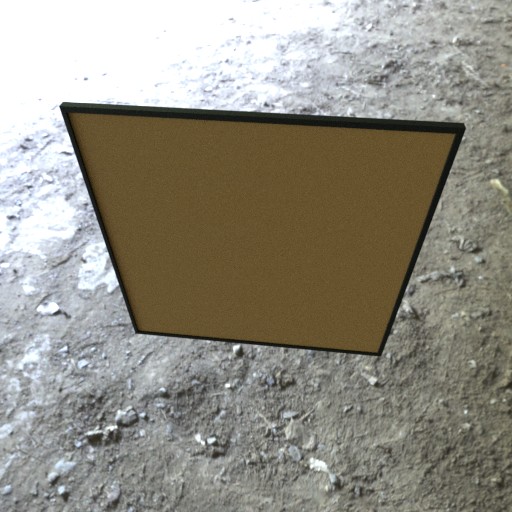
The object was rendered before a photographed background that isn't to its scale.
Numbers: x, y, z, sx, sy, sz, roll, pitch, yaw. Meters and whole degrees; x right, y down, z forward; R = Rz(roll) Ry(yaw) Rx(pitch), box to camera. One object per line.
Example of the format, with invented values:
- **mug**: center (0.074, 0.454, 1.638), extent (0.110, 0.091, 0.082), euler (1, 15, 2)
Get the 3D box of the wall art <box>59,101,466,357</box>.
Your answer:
- **wall art**: center (0.000, 0.000, 0.664), extent (0.458, 0.457, 0.013), euler (4, 46, 4)
